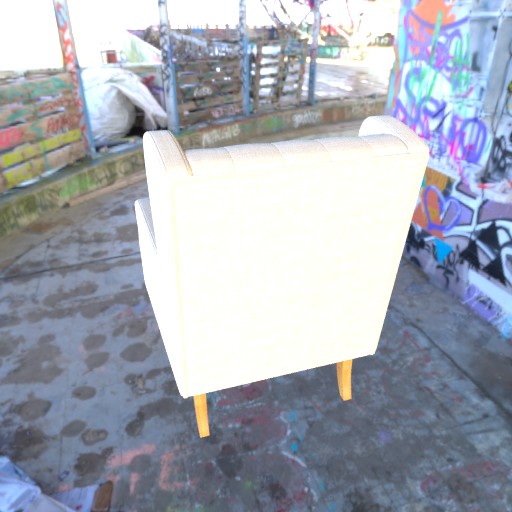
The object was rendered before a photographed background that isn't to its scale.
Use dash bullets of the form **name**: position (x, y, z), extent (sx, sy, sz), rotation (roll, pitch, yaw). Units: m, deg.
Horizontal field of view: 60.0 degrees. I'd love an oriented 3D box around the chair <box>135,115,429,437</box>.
- **chair**: position (0.000, 0.000, 1.465), extent (0.710, 0.930, 0.760), rotation (-9, 29, -16)
